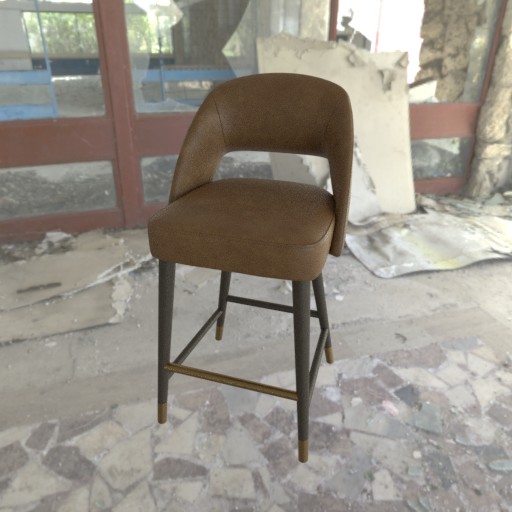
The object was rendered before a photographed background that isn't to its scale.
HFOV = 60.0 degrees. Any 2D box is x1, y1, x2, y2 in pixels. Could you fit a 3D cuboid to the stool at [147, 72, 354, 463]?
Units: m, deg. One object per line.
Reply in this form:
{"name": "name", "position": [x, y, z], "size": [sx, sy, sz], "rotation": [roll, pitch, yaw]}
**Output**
{"name": "stool", "position": [0.000, 0.000, 1.262], "size": [0.494, 0.940, 0.509], "rotation": [8, 27, 16]}
